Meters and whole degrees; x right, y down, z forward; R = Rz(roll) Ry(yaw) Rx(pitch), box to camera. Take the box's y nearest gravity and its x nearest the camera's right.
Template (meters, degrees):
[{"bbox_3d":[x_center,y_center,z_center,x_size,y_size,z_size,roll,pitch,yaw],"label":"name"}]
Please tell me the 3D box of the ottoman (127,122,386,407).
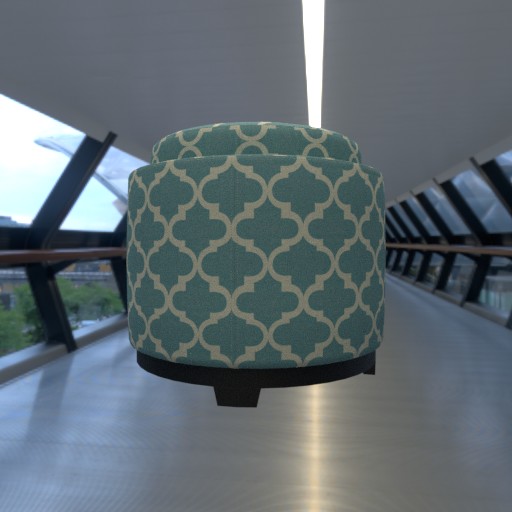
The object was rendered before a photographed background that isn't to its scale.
[{"bbox_3d":[0.000,0.000,0.855,0.480,0.429,0.480,0,1,0],"label":"ottoman"}]
